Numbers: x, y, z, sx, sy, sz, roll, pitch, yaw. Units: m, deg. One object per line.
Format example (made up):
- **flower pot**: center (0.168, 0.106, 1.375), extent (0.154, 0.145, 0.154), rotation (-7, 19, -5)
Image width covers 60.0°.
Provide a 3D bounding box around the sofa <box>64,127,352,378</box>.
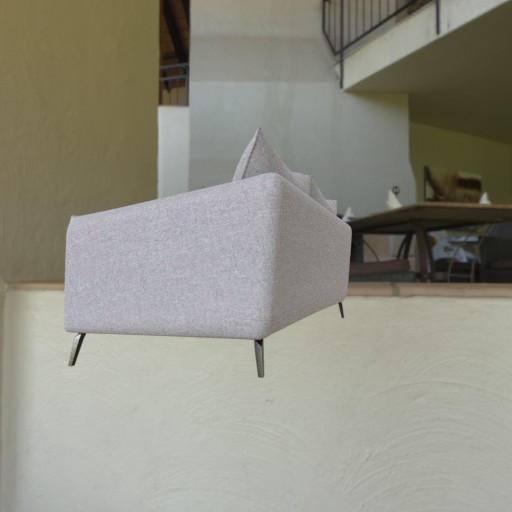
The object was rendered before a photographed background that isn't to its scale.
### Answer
- **sofa**: center (0.000, 0.000, 2.407), extent (0.809, 0.833, 2.022), rotation (-1, -2, 19)
